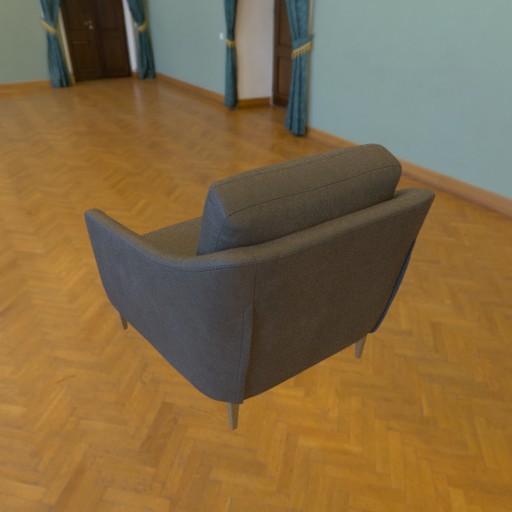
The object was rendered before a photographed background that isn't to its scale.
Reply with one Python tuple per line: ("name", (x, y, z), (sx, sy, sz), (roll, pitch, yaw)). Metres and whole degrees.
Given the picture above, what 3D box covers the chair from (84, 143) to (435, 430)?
("chair", (0.000, 0.000, 1.688), (0.988, 0.901, 0.961), (-20, 37, -29))
